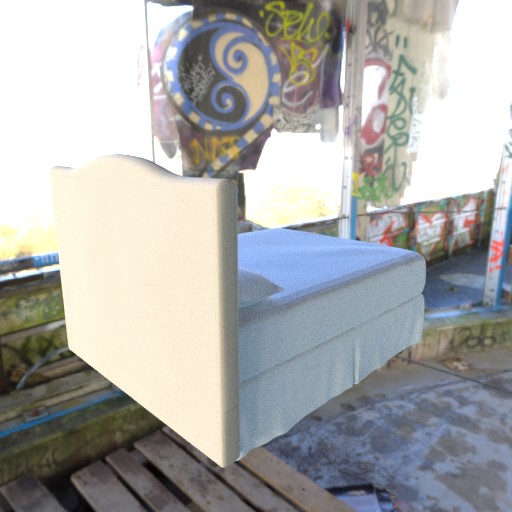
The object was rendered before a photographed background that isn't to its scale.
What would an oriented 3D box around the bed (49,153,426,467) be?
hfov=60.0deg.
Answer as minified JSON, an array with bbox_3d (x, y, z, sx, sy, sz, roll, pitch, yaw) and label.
[{"bbox_3d":[0.000,0.000,3.049,2.052,1.398,1.678,-13,19,-43],"label":"bed"}]
